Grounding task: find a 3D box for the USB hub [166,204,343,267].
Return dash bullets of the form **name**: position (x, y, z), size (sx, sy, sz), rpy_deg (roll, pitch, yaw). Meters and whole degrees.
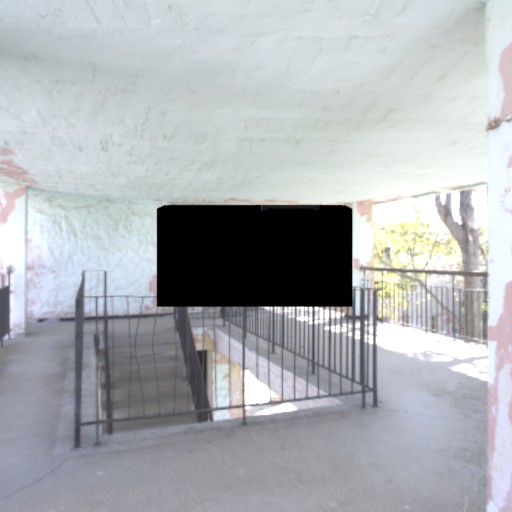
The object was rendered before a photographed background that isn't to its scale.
- **USB hub**: position (0.000, 0.000, 0.126), size (0.044, 0.023, 0.110), rpy_deg (0, 0, 1)
